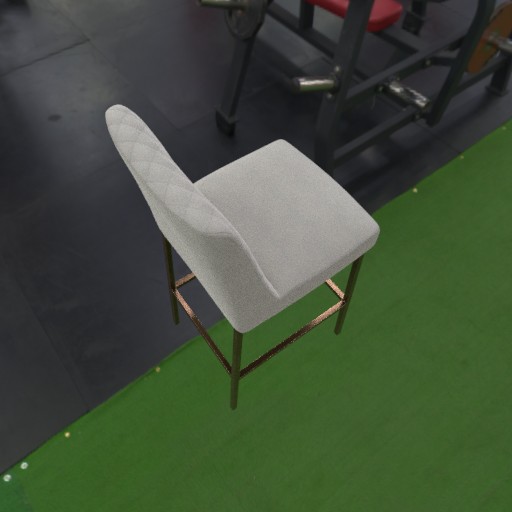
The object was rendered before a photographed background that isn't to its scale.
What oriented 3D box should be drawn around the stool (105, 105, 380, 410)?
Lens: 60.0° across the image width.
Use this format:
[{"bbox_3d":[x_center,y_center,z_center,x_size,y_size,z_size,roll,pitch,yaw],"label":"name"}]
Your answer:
[{"bbox_3d":[0.000,0.000,1.356,0.546,1.084,0.462,-31,62,-18],"label":"stool"}]
